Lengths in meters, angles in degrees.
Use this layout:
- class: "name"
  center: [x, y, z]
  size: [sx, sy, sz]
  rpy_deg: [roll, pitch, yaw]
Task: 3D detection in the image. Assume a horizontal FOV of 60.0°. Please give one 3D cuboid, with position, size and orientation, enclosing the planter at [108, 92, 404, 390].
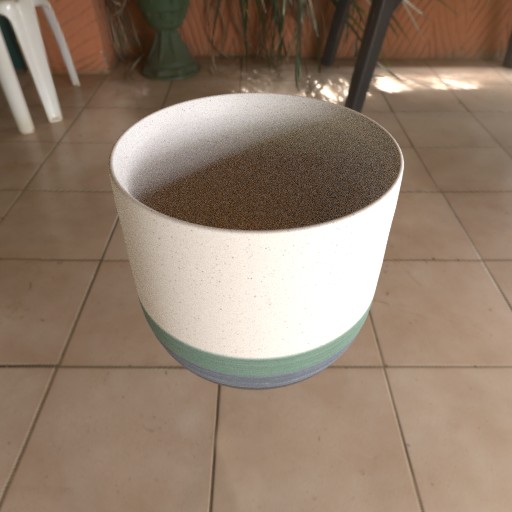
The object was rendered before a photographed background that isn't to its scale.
- class: "planter"
  center: [0.000, 0.000, 0.497]
  size: [0.268, 0.270, 0.268]
  rpy_deg: [0, 41, 0]
